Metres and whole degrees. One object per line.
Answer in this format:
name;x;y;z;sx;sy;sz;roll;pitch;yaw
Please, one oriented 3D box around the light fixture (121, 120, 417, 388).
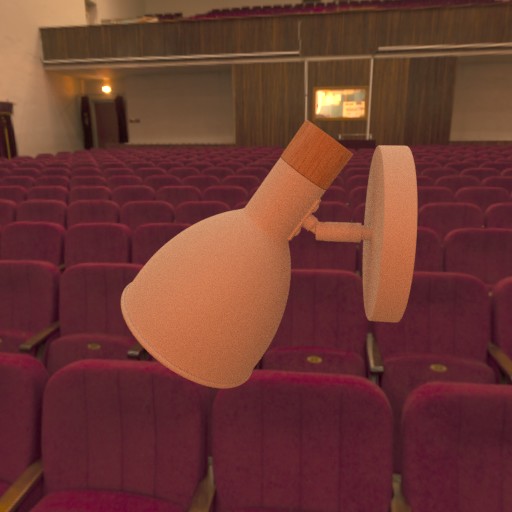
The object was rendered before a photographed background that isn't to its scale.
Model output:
light fixture;0.000;0.000;0.340;0.209;0.199;0.127;2;14;9
